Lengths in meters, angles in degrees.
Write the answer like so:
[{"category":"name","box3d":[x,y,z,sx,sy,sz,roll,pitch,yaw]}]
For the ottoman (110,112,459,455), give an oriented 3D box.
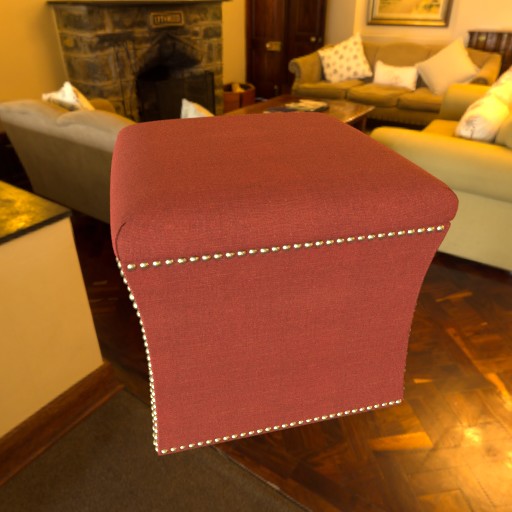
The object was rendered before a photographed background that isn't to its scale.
[{"category":"ottoman","box3d":[0.000,0.000,0.878,0.497,0.475,0.507,-7,31,-12]}]
